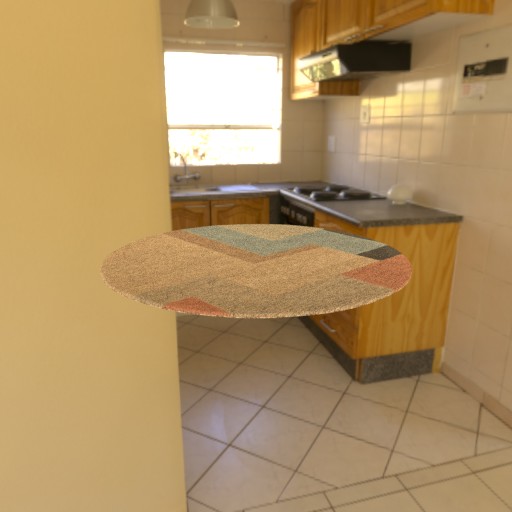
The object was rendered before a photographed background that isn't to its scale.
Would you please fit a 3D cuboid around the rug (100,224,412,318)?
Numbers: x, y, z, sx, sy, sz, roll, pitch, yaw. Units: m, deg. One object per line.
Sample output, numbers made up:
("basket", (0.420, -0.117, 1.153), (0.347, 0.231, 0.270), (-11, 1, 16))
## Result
("rug", (0.000, 0.000, 3.687), (2.461, 0.033, 2.461), (0, 16, 0))
